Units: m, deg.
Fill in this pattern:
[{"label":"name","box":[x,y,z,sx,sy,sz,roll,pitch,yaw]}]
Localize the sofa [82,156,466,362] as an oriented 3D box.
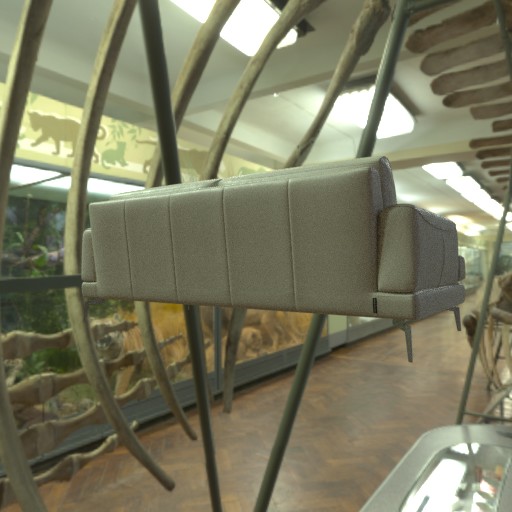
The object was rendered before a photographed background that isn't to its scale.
[{"label":"sofa","box":[0.000,0.000,2.400,1.940,0.765,0.974,-1,-1,35]}]
